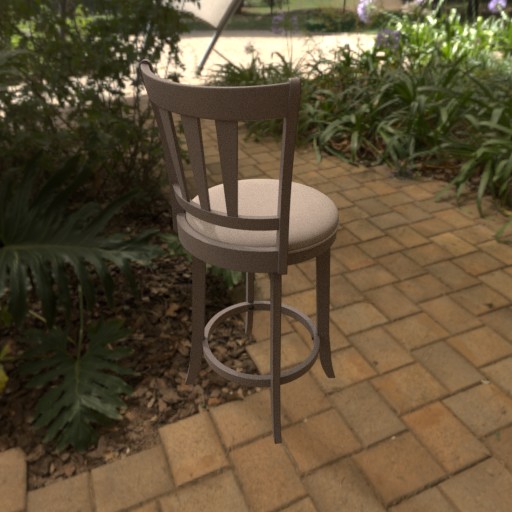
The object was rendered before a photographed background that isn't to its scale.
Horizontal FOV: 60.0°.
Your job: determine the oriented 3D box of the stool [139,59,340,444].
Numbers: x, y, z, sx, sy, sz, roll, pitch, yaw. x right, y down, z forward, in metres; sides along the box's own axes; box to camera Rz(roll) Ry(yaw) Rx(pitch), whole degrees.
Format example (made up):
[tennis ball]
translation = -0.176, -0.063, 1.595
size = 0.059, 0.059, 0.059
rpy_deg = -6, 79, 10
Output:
[stool]
translation = 0.000, 0.000, 1.256
size = 0.436, 1.023, 0.475
rpy_deg = 22, 37, 32
